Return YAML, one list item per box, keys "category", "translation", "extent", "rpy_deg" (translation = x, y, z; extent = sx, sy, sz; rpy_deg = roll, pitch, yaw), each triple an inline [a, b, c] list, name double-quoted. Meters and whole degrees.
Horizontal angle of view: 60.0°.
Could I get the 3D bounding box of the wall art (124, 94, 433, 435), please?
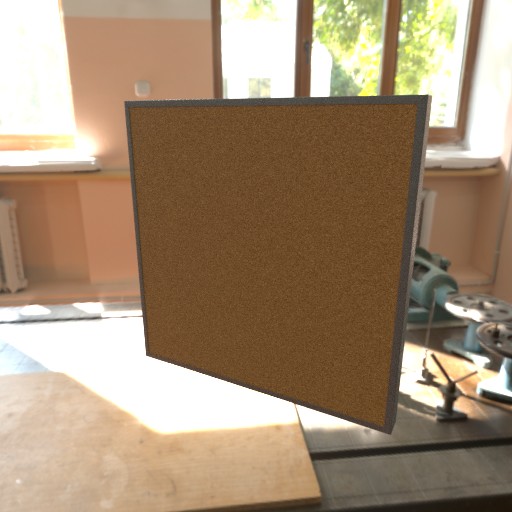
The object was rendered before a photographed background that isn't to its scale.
- category: "wall art"
  translation: [0.000, 0.000, 0.520]
  extent: [0.349, 0.349, 0.028]
  rpy_deg: [9, 20, 27]
